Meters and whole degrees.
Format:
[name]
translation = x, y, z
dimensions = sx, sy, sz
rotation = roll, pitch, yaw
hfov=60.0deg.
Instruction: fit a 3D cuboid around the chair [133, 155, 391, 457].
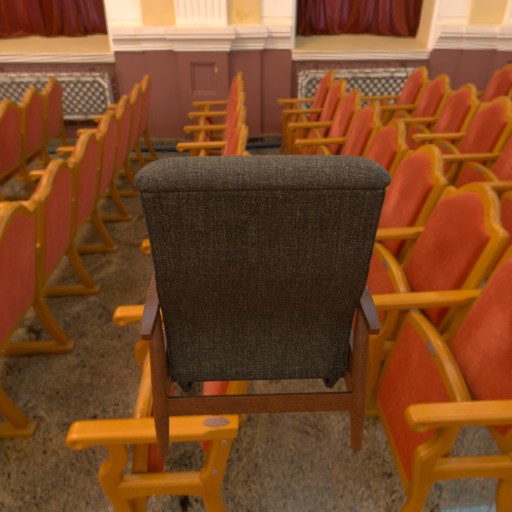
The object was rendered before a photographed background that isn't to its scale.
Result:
[chair]
translation = 0.000, 0.000, 1.749
dimensions = 0.762, 1.082, 1.014
rotation = -1, 30, -2
